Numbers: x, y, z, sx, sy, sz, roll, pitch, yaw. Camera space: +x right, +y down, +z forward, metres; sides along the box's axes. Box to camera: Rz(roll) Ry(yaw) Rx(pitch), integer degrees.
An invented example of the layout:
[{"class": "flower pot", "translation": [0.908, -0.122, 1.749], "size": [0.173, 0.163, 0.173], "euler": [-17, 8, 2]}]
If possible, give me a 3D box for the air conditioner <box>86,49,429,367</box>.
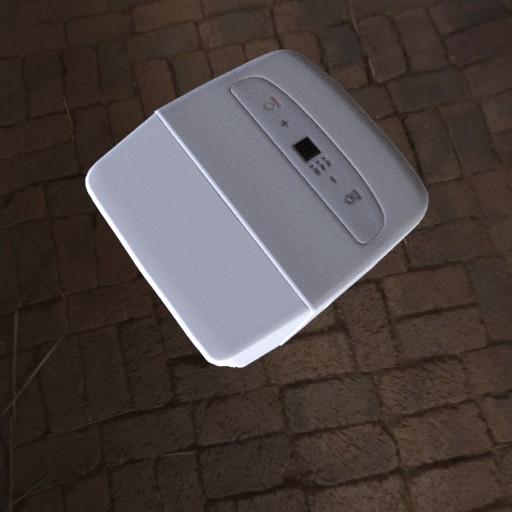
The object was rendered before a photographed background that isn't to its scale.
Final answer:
[{"class": "air conditioner", "translation": [0.000, 0.000, 0.794], "size": [0.349, 0.606, 0.304], "euler": [-36, 78, -9]}]
